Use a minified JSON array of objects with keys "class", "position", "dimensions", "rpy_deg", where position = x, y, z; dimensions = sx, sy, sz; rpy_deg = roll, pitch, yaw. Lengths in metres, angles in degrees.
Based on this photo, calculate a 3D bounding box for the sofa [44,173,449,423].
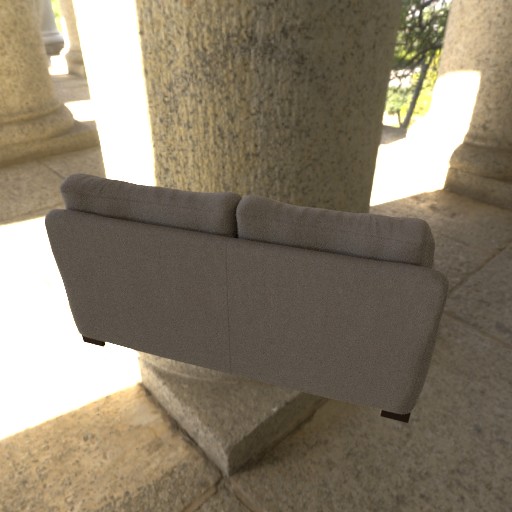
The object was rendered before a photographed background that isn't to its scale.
[{"class":"sofa","position":[0.000,0.000,2.419],"dimensions":[1.855,0.980,0.962],"rpy_deg":[10,33,15]}]
